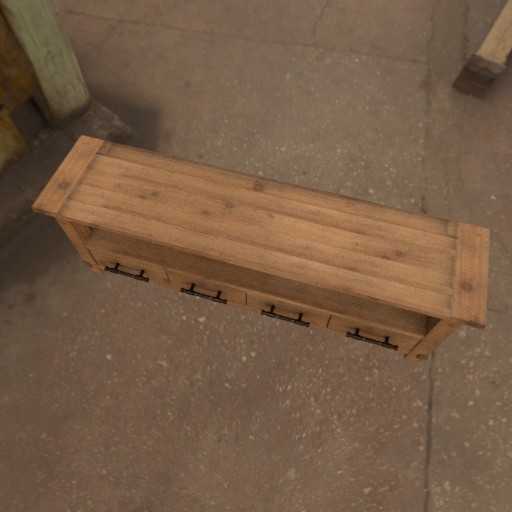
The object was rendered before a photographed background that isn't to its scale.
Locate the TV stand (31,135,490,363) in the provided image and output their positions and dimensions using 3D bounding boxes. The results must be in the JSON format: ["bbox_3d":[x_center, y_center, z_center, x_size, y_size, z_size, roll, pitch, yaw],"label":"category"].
[{"bbox_3d":[0.000,0.000,2.027,1.804,0.573,0.453,14,60,8],"label":"TV stand"}]
